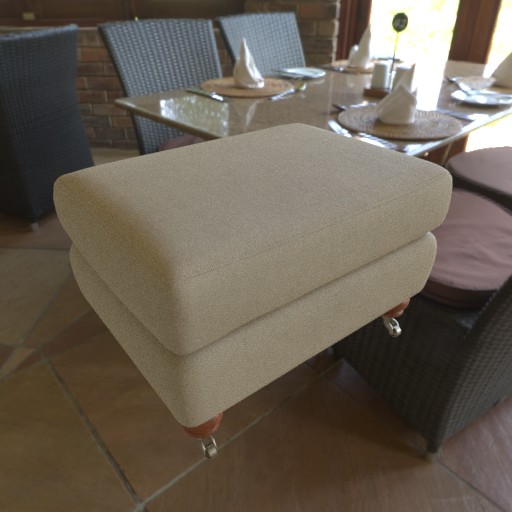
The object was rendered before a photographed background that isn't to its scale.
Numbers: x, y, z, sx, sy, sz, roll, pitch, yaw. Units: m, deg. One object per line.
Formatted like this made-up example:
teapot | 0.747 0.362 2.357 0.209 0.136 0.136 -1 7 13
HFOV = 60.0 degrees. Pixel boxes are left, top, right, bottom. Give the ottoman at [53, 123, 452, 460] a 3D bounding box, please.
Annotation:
ottoman | 0.000 0.000 1.111 0.773 0.504 0.569 -22 38 -32
